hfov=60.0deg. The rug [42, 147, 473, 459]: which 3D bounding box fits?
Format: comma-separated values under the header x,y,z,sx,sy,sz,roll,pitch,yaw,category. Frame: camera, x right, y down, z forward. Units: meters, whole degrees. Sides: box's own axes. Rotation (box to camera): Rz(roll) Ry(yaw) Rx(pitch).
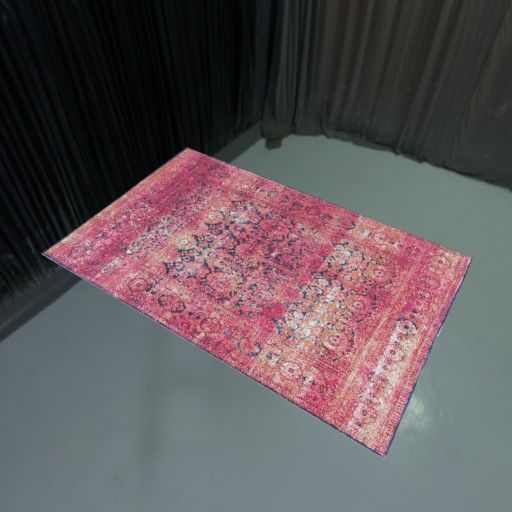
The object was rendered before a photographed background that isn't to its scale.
x,y,z,sx,sy,sz,roll,pitch,yaw,category
0.000,0.000,2.960,2.449,0.018,1.539,25,51,22,rug
